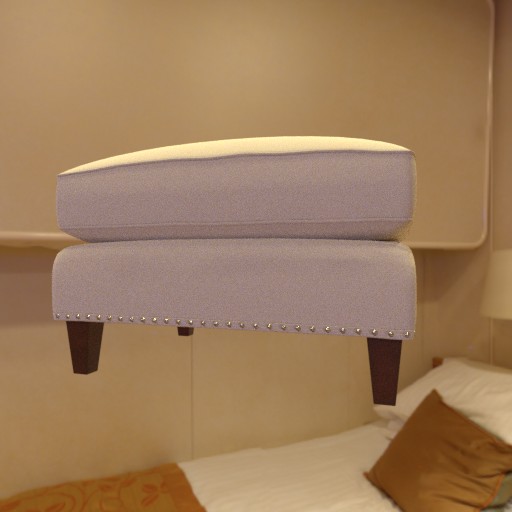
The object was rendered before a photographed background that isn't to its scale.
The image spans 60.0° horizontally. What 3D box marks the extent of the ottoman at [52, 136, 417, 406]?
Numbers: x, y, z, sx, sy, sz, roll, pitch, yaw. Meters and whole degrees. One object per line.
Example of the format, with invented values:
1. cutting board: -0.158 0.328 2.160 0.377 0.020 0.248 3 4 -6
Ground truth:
1. ottoman: 0.000 0.000 1.105 0.741 0.513 0.584 0 0 18
